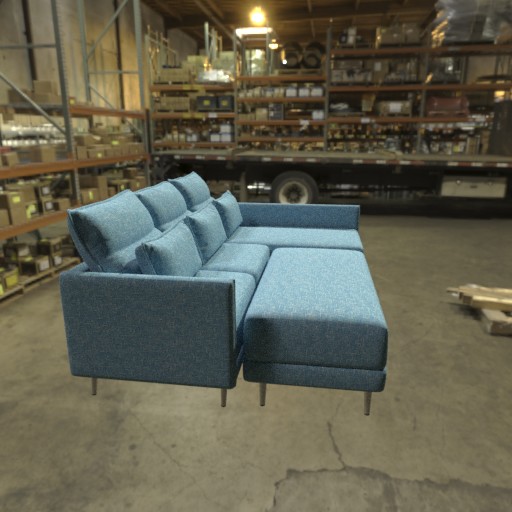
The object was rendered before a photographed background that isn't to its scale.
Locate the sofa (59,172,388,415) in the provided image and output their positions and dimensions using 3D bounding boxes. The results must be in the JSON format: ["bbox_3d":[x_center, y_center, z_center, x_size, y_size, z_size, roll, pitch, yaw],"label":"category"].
[{"bbox_3d":[0.000,0.000,2.802,1.420,0.899,2.034,2,16,8],"label":"sofa"}]
